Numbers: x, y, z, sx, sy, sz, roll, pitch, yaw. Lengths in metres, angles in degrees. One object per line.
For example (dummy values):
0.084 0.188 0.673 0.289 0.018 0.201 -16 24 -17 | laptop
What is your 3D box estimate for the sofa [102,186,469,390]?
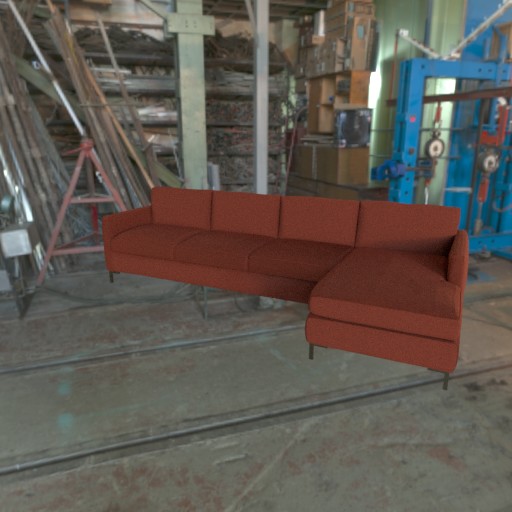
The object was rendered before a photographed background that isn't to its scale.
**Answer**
0.000 0.000 3.387 2.932 0.810 1.350 8 18 25 | sofa
